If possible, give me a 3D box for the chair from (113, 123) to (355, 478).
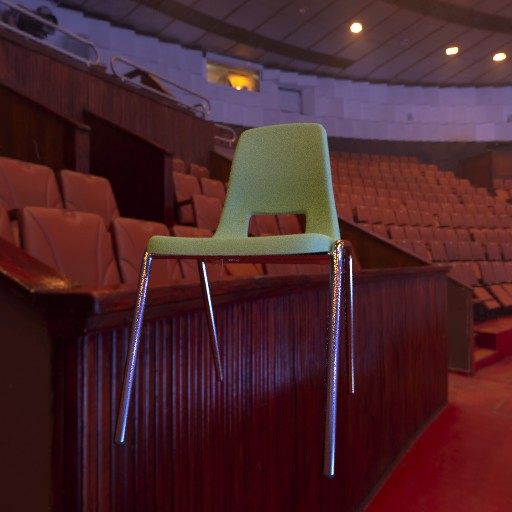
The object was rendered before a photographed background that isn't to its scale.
[{"bbox_3d":[0.000,0.000,0.906,0.381,0.653,0.436,0,0,18],"label":"chair"}]
